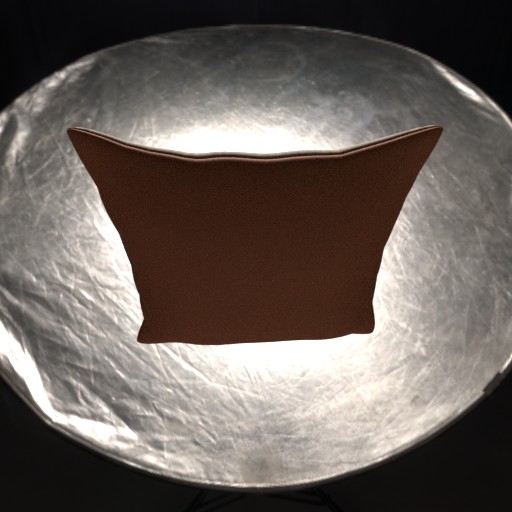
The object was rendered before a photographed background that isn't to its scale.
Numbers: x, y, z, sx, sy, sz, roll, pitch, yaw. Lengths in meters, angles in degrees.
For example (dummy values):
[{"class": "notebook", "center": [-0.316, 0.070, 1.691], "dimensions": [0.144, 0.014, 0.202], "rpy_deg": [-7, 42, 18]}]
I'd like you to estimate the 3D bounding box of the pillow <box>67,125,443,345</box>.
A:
[{"class": "pillow", "center": [0.000, 0.000, 0.690], "dimensions": [0.453, 0.430, 0.200], "rpy_deg": [-1, 31, -2]}]
